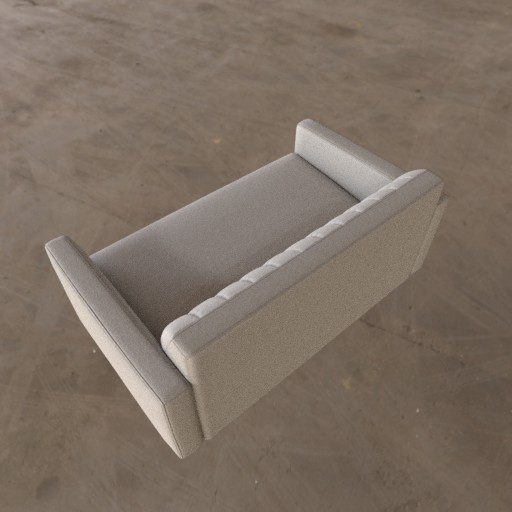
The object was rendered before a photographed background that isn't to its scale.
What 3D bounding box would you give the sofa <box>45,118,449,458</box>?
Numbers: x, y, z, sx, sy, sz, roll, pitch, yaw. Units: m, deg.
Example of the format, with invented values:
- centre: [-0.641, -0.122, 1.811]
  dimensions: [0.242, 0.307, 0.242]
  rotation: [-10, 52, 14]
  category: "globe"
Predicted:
- centre: [0.000, 0.000, 2.126]
  dimensions: [1.585, 0.801, 0.950]
  rotation: [-32, 55, -26]
  category: "sofa"
